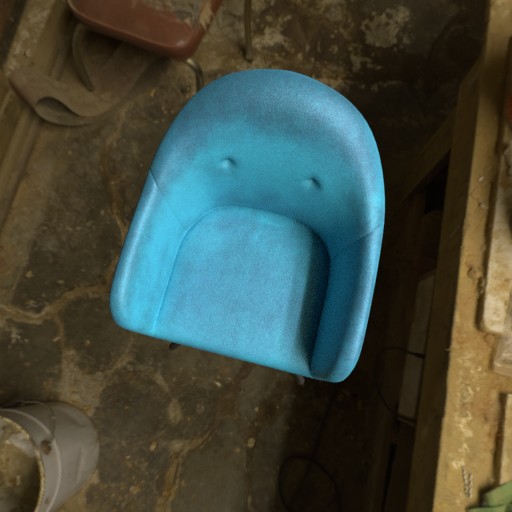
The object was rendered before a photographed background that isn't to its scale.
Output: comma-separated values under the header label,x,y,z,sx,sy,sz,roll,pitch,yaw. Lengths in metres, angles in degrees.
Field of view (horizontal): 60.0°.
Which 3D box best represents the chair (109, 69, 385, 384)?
label,x,y,z,sx,sy,sz,roll,pitch,yaw
chair,0.000,0.000,1.156,0.540,0.780,0.570,14,76,4
